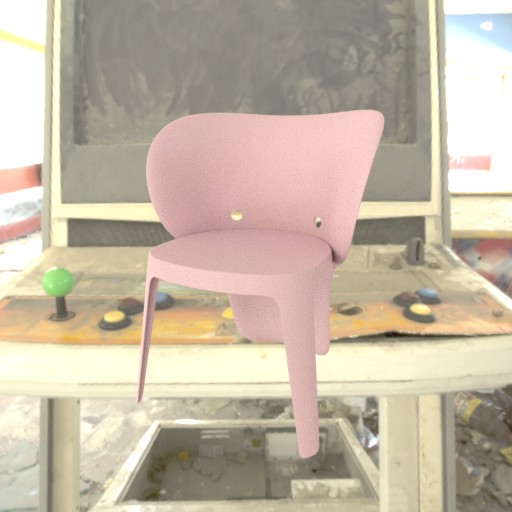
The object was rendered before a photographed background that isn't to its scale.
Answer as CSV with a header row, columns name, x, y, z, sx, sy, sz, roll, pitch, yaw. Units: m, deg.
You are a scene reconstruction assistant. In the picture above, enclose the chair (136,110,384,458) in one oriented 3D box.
name,x,y,z,sx,sy,sz,roll,pitch,yaw
chair,0.000,0.000,0.875,0.451,0.554,0.402,7,17,25
